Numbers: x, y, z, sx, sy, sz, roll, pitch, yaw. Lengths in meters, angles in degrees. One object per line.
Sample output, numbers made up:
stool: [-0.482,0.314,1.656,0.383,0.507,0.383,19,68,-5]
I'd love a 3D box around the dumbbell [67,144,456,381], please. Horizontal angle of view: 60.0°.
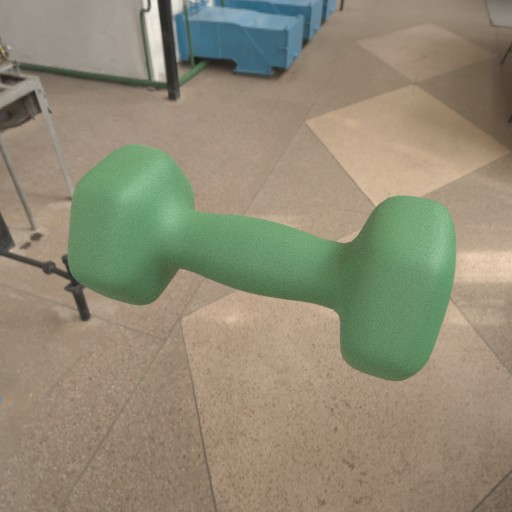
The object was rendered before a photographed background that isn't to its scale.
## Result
dumbbell: [0.000,0.000,0.318,0.257,0.114,0.126,14,44,15]
